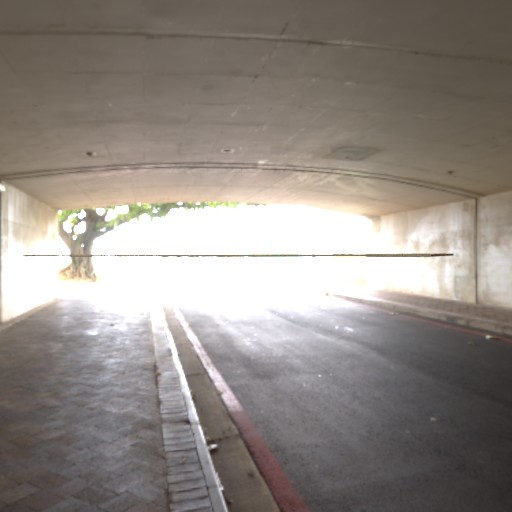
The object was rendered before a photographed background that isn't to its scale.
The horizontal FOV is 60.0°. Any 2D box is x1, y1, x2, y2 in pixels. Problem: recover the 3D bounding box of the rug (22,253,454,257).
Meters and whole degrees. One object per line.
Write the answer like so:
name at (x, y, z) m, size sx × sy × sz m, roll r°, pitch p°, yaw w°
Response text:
rug at (0.000, 0.000, 2.255) m, size 1.726 × 0.009 × 1.278 m, roll 0°, pitch 0°, yaw 18°
